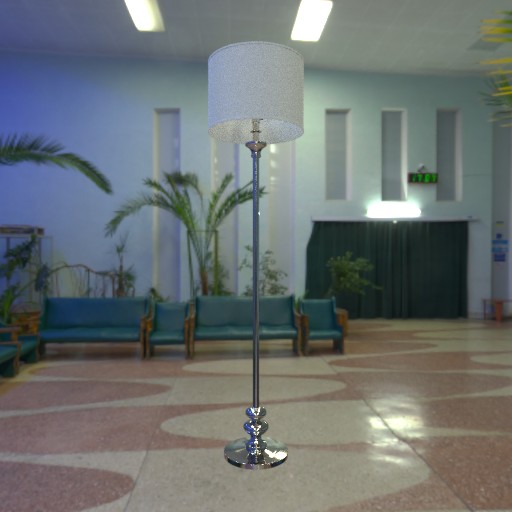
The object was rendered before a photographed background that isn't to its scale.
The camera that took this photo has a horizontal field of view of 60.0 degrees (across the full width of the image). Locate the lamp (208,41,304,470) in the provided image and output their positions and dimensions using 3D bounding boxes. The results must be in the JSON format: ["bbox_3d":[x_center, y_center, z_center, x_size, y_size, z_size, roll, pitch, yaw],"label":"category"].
[{"bbox_3d":[0.000,0.000,1.660,0.356,1.487,0.356,0,0,-1],"label":"lamp"}]
